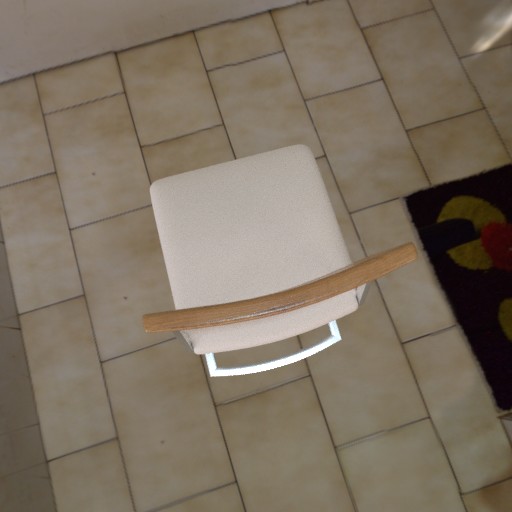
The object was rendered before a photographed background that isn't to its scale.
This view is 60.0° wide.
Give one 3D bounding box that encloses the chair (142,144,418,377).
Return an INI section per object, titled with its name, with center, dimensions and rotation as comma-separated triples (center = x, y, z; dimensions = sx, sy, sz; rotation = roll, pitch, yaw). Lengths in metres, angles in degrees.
[chair]
center = 0.000, 0.000, 1.166
dimensions = 0.467, 0.844, 0.585
rotation = -15, 76, -4
